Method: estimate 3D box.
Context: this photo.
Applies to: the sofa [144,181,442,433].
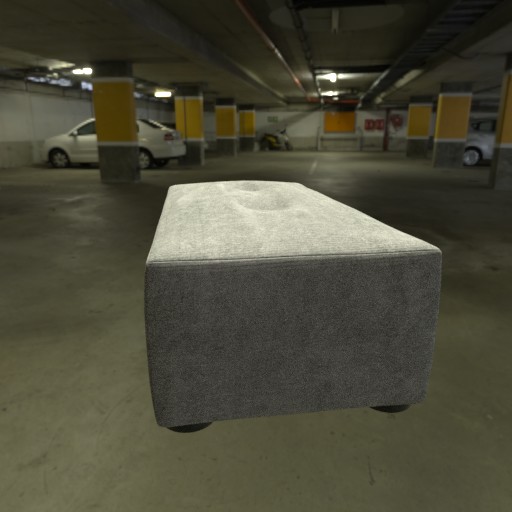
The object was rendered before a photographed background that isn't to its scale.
[{"bbox_3d":[0.000,0.000,1.128,0.480,0.330,0.930,-2,16,-8],"label":"sofa"}]
